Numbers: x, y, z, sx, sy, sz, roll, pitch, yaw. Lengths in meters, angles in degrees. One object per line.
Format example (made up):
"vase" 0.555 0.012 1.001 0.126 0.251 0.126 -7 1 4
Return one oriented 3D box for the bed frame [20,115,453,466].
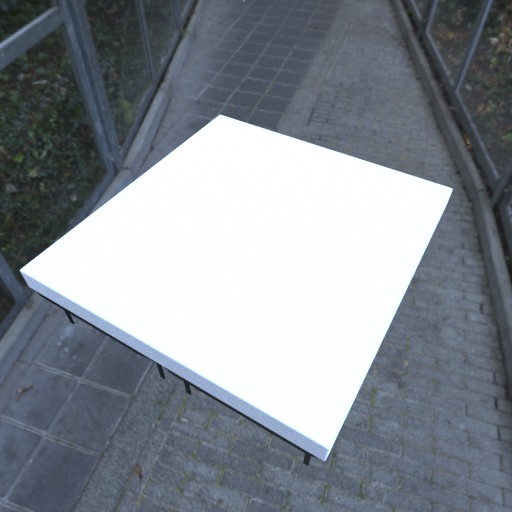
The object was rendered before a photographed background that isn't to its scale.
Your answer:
"bed frame" 0.000 0.000 2.984 1.930 0.559 2.032 24 51 21
